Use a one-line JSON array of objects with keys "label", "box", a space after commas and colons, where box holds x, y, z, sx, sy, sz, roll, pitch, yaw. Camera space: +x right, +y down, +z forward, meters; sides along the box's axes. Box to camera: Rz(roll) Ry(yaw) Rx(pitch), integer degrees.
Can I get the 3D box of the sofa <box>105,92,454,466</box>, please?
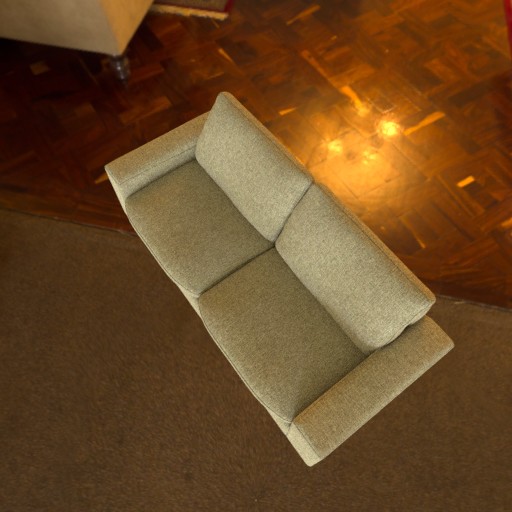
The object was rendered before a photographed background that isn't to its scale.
[{"label": "sofa", "box": [0.000, 0.000, 2.822, 1.040, 0.922, 2.299, -33, 66, -17]}]
